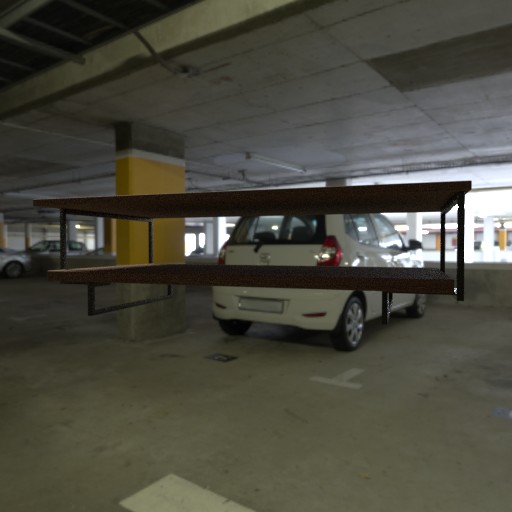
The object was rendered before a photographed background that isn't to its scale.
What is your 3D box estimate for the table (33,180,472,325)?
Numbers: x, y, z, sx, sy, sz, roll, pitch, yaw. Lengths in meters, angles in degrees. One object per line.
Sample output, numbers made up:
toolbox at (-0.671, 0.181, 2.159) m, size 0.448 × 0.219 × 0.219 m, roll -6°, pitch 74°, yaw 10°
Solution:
table at (0.000, 0.000, 1.453) m, size 1.197 × 0.347 × 0.651 m, roll 0°, pitch 1°, yaw 19°
